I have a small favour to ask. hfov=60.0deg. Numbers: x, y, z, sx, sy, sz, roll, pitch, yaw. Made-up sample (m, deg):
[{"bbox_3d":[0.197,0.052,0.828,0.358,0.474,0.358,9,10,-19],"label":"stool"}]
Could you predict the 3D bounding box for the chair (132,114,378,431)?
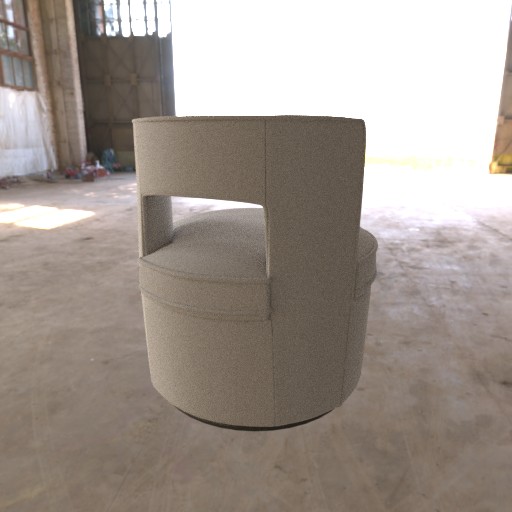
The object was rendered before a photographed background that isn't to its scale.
[{"bbox_3d":[0.000,0.000,1.228,0.650,0.723,0.665,8,17,27],"label":"chair"}]
